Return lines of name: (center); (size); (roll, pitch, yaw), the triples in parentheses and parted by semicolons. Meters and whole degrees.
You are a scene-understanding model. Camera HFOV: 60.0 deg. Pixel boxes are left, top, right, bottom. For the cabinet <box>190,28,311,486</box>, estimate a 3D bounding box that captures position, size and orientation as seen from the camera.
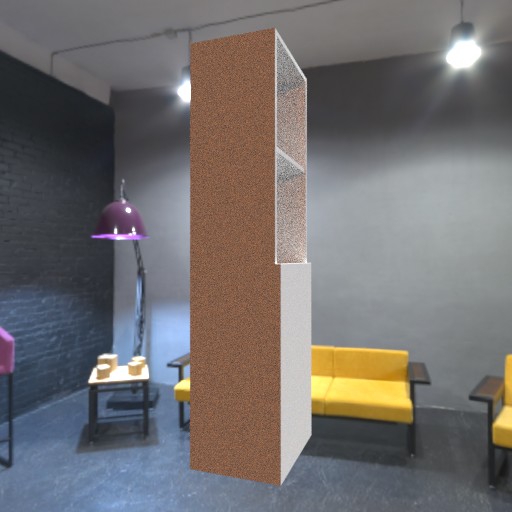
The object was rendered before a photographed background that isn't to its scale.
cabinet: (0.000, 0.000, 1.542); (0.300, 1.350, 0.400); (0, 0, 20)
